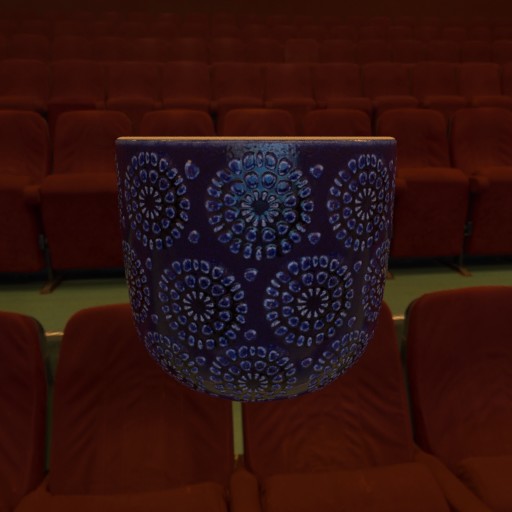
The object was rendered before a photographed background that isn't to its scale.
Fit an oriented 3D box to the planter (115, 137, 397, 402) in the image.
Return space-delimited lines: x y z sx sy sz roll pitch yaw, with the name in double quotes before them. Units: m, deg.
"planter" 0.000 0.000 0.287 0.165 0.149 0.165 0 15 0
